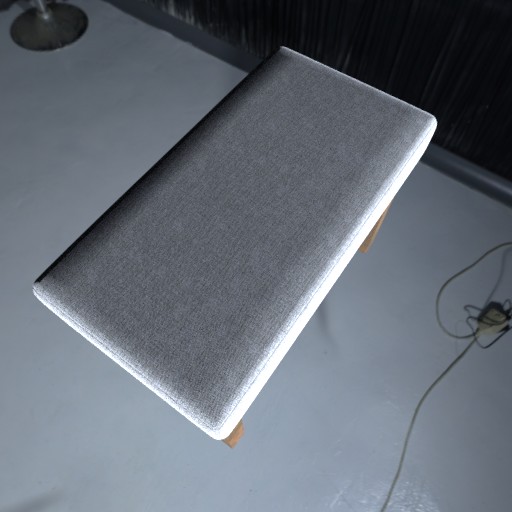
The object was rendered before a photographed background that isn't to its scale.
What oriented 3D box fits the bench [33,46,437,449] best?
[{"bbox_3d":[0.000,0.000,0.938,0.366,0.467,0.681,32,67,16],"label":"bench"}]
